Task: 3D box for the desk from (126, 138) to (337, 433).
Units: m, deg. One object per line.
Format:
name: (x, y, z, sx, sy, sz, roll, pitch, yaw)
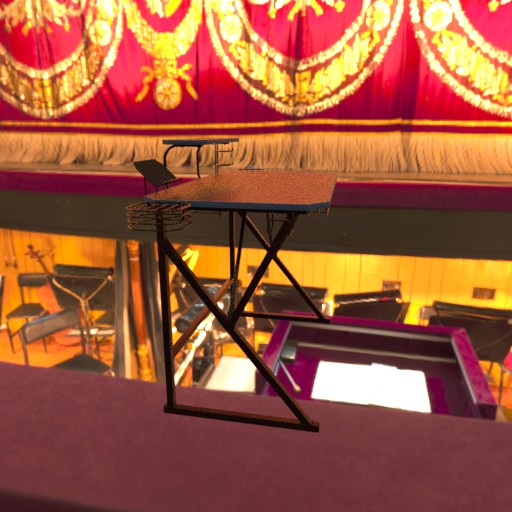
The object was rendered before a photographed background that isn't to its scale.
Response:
desk: (0.000, 0.000, 1.780, 0.594, 0.909, 1.295, 3, 16, 11)
